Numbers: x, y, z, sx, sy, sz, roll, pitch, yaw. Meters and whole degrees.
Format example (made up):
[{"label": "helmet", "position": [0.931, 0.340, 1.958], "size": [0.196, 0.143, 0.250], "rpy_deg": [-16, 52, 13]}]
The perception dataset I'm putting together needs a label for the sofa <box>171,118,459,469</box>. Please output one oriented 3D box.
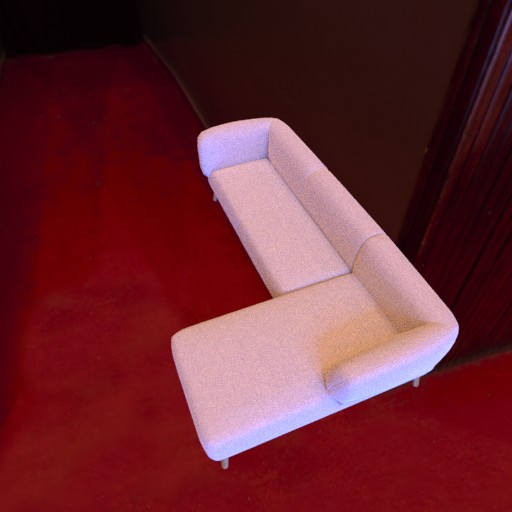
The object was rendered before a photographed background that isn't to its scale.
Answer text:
[{"label": "sofa", "position": [0.000, 0.000, 3.341], "size": [1.610, 0.730, 2.660], "rpy_deg": [-17, 49, -15]}]
